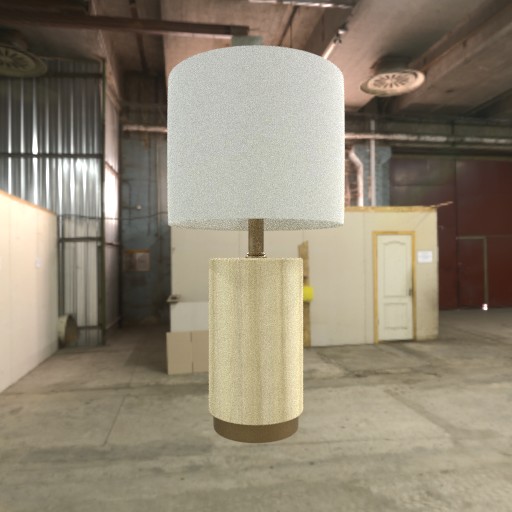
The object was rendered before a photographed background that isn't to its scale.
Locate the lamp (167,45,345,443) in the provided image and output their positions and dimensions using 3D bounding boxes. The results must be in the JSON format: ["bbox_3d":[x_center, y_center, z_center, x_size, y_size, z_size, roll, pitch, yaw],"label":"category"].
[{"bbox_3d":[0.000,0.000,0.581,0.228,0.444,0.228,0,0,19],"label":"lamp"}]
